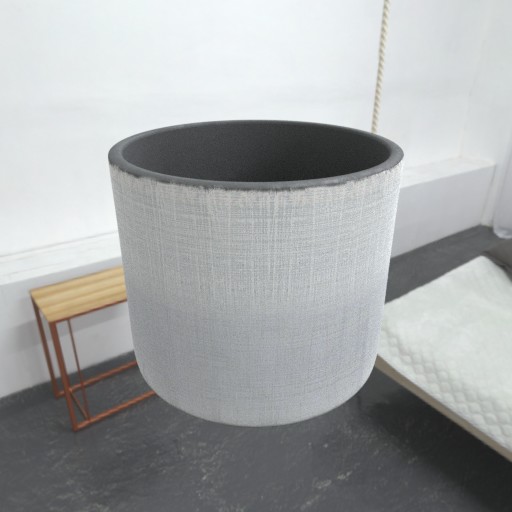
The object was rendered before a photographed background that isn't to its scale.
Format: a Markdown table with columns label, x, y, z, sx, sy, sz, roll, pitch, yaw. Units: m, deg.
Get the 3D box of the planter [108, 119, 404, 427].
| label | x | y | z | sx | sy | sz | roll | pitch | yaw |
| --- | --- | --- | --- | --- | --- | --- | --- | --- | --- |
| planter | 0.000 | 0.000 | 0.436 | 0.254 | 0.221 | 0.254 | 0 | 26 | 0 |
